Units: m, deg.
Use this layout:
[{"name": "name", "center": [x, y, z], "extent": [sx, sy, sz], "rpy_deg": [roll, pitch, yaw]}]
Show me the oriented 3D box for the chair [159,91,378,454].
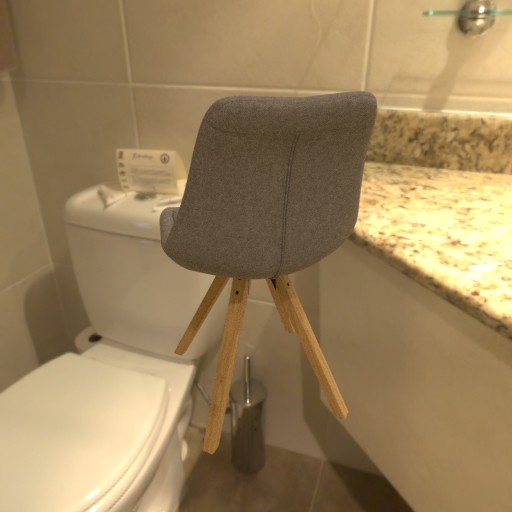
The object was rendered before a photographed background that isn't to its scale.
[{"name": "chair", "center": [0.000, 0.000, 1.170], "extent": [0.483, 0.865, 0.550], "rpy_deg": [-8, 28, -16]}]
